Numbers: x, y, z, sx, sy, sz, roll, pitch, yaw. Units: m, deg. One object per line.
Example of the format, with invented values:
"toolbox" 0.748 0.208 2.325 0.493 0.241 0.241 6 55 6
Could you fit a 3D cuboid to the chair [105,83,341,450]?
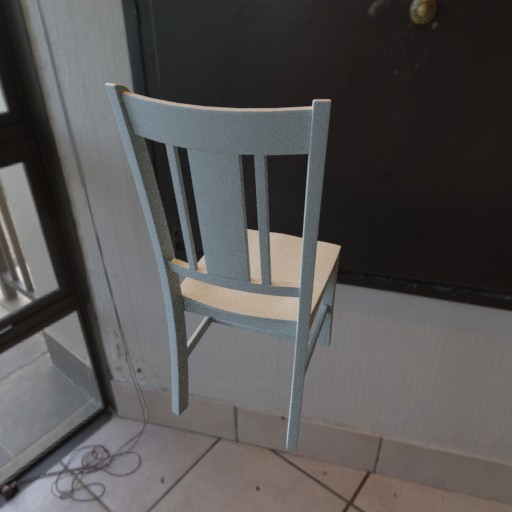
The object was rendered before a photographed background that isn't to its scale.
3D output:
"chair" 0.000 0.000 1.271 0.450 0.998 0.555 11 33 17
